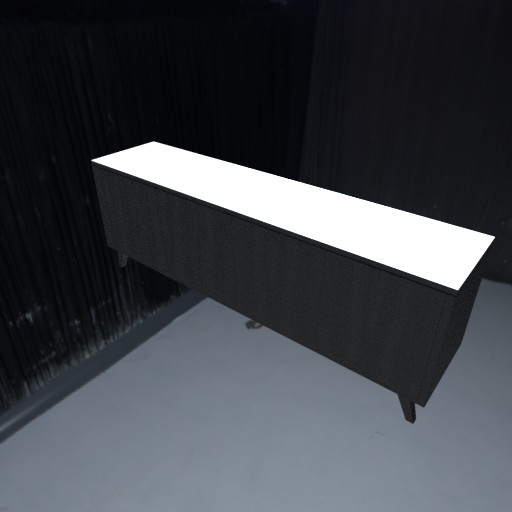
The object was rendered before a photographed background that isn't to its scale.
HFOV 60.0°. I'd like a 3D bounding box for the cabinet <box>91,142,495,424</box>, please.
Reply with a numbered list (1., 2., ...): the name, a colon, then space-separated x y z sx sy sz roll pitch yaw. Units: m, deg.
1. cabinet: 0.000 0.000 2.501 2.198 0.779 0.499 22 38 32
